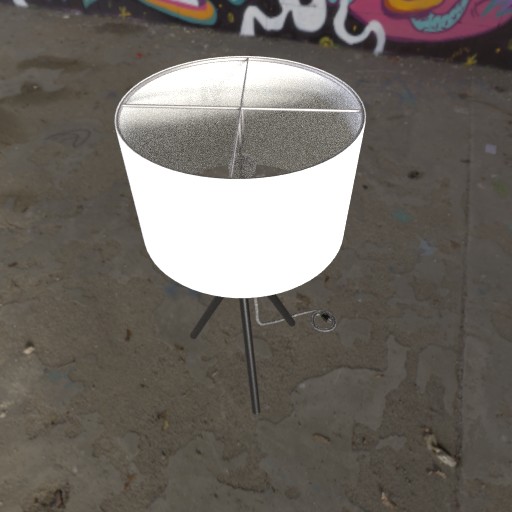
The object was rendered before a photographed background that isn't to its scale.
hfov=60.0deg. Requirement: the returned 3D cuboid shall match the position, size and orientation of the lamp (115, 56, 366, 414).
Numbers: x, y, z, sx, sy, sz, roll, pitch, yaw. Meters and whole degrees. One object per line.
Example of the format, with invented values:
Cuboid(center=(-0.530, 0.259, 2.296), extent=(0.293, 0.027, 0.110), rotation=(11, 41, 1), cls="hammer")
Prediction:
Cuboid(center=(0.000, 0.000, 0.896), extent=(0.353, 0.674, 0.422), rotation=(30, 53, 26), cls="lamp")
